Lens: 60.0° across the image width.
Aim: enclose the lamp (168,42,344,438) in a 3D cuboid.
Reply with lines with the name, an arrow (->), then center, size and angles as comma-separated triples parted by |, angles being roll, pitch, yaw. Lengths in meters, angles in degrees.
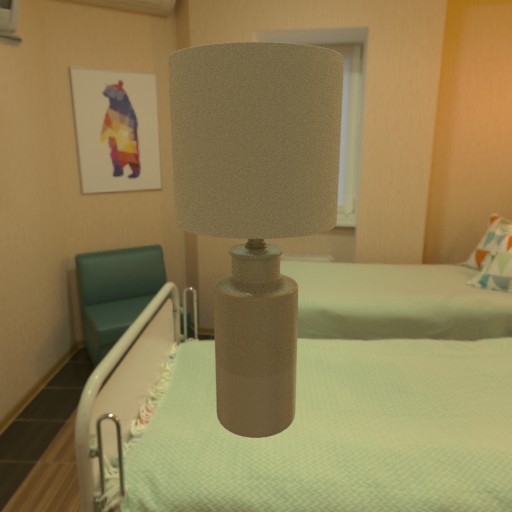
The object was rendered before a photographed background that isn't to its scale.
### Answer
lamp -> 0.000, 0.000, 0.603 | 0.212, 0.493, 0.212 | -7, 16, -26
